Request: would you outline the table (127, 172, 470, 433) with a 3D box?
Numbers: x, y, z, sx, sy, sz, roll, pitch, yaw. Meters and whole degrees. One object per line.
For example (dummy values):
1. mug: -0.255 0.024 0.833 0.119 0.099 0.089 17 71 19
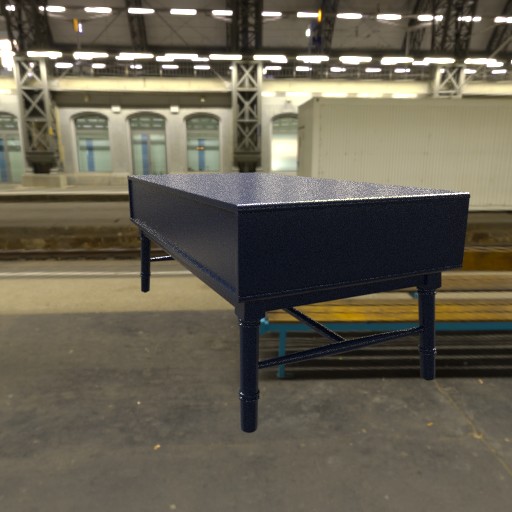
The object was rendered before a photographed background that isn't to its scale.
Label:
1. table: 0.000 0.000 1.375 0.572 0.457 1.067 -6 15 -25
